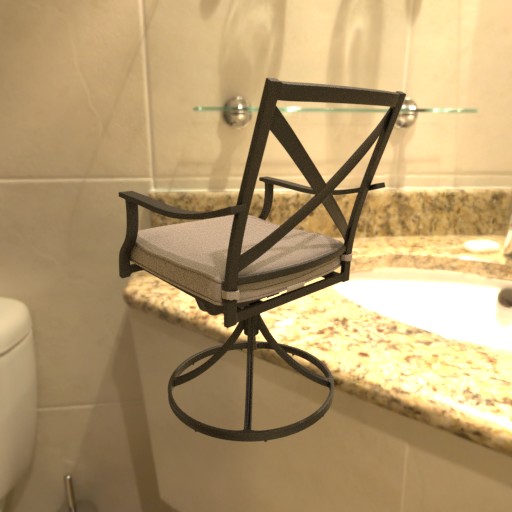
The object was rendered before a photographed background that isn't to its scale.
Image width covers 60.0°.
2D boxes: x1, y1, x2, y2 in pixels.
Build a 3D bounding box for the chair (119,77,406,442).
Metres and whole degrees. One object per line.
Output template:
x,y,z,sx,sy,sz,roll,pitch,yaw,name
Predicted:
0.000,0.000,1.282,0.575,0.889,0.620,-15,22,-42,chair
